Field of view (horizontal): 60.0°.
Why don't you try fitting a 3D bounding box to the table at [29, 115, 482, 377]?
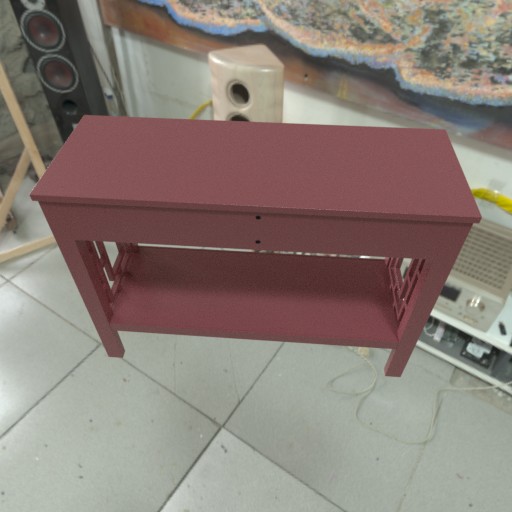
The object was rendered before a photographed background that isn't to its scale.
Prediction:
[{"bbox_3d":[0.000,0.000,1.449,1.068,0.753,0.397,3,46,3],"label":"table"}]
